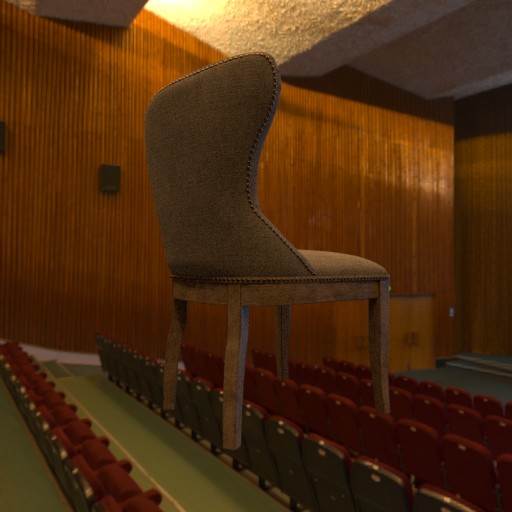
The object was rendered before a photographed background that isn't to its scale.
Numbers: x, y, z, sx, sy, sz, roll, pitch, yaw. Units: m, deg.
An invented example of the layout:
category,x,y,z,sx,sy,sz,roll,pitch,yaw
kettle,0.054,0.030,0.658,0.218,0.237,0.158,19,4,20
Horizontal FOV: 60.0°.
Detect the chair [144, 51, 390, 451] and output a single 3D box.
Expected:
category,x,y,z,sx,sy,sz,roll,pitch,yaw
chair,0.000,0.000,1.438,0.681,1.002,0.654,1,-1,-36
